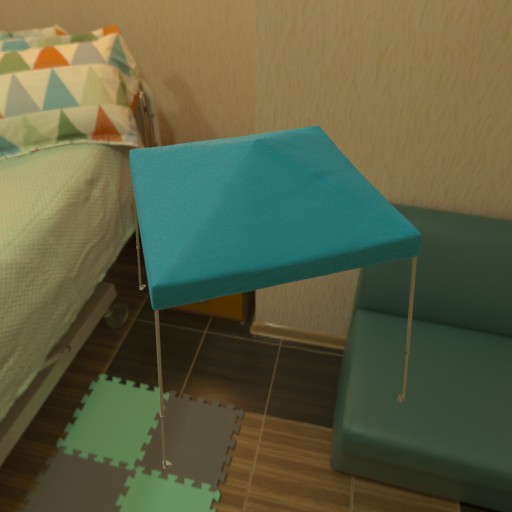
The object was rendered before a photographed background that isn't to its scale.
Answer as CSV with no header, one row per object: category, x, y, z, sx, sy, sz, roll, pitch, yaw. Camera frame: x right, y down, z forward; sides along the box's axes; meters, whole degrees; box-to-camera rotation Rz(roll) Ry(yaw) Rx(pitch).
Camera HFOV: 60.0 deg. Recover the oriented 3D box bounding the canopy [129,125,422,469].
canopy,0.000,0.000,6.399,3.600,3.600,3.599,-11,42,-12
